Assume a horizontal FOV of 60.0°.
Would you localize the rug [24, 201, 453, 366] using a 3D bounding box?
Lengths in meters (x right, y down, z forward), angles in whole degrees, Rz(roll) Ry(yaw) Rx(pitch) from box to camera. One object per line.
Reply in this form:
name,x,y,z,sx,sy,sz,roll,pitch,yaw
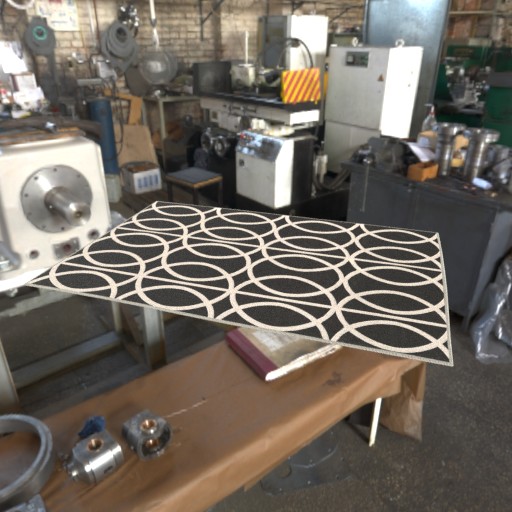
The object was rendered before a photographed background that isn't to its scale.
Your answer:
rug,0.000,0.000,2.858,2.294,0.014,1.528,8,27,16
